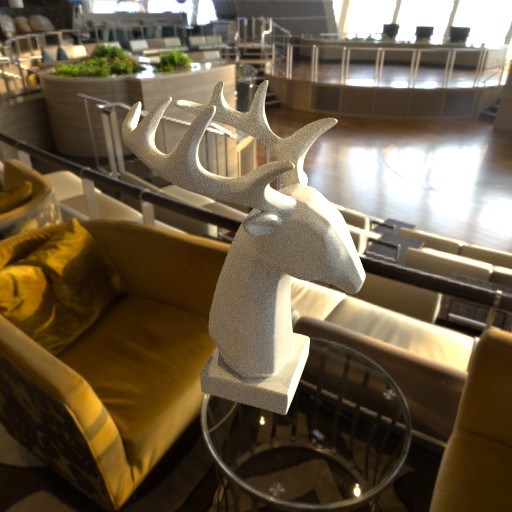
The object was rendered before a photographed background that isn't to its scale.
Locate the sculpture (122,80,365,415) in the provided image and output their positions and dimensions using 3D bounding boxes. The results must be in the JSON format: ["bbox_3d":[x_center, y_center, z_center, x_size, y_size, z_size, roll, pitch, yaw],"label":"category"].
[{"bbox_3d":[0.000,0.000,0.459,0.224,0.329,0.174,10,31,17],"label":"sculpture"}]
